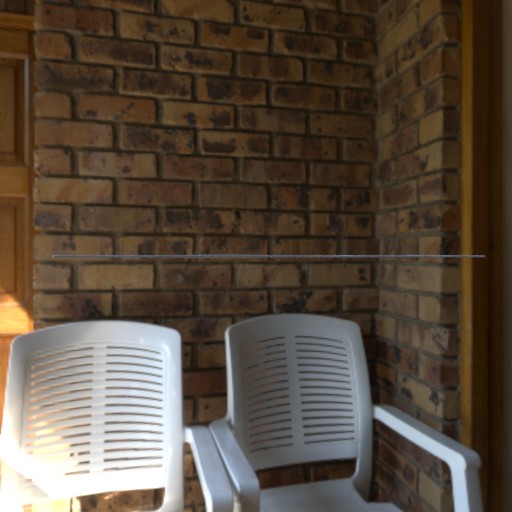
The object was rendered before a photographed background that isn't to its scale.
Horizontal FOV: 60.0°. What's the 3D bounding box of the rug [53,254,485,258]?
[{"bbox_3d":[0.000,0.000,2.335,1.835,0.012,1.231,0,0,-19],"label":"rug"}]
